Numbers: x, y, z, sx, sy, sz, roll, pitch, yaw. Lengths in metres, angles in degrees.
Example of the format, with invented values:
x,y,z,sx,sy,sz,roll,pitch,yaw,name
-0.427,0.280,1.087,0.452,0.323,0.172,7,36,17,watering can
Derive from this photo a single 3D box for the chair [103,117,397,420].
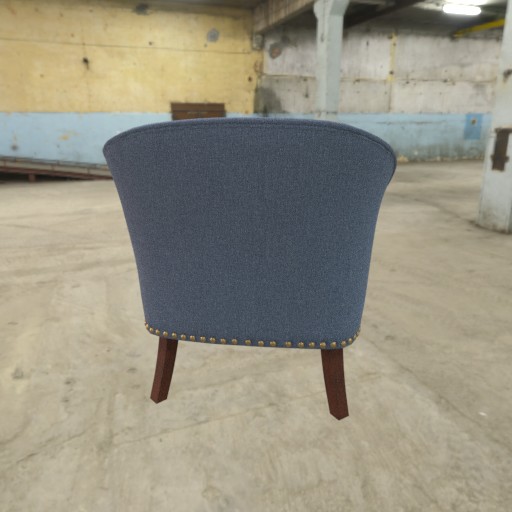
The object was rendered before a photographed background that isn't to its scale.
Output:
x,y,z,sx,sy,sz,roll,pitch,yaw,name
0.000,0.000,1.396,0.772,0.815,0.704,2,16,9,chair
